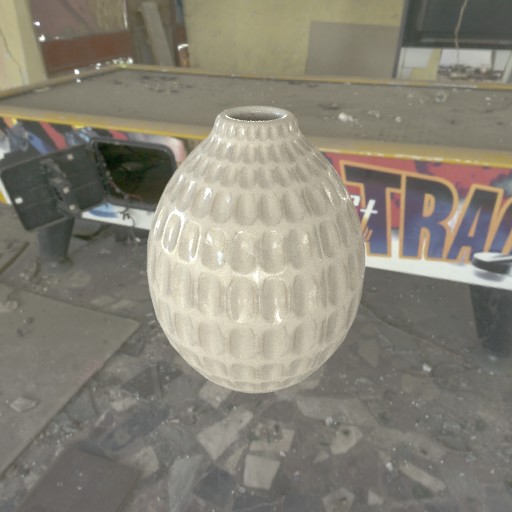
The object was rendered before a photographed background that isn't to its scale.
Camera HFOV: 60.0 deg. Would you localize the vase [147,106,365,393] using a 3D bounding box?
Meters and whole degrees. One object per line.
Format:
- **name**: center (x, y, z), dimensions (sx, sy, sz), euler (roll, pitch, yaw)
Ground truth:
- **vase**: center (0.000, 0.000, 0.265), dimensions (0.128, 0.167, 0.128), euler (0, 31, 0)
